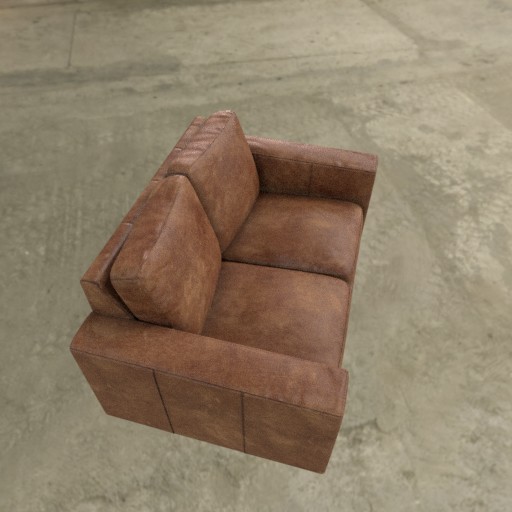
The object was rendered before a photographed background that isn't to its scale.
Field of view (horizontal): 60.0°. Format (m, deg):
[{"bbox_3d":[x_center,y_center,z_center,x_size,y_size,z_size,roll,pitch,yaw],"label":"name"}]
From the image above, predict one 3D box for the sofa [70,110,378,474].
[{"bbox_3d":[0.000,0.000,2.228,1.041,0.889,1.626,11,48,10],"label":"sofa"}]
